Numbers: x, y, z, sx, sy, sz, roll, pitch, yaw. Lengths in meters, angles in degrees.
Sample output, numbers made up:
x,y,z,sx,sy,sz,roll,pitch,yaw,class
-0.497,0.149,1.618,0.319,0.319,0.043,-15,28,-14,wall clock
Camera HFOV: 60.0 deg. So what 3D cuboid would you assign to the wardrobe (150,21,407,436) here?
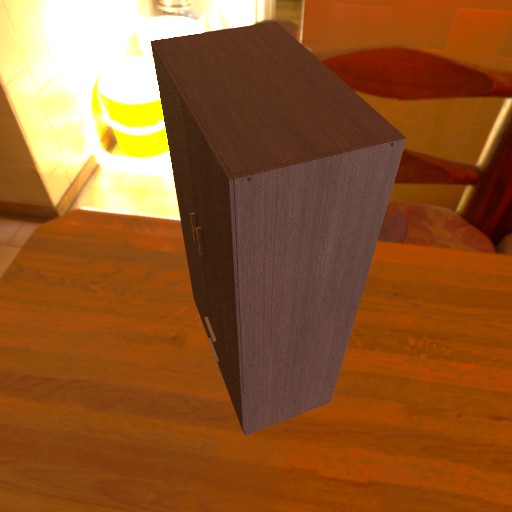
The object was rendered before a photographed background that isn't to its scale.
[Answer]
x,y,z,sx,sy,sz,roll,pitch,yaw,class
0.000,0.000,2.223,0.577,1.808,0.991,-16,49,-14,wardrobe
